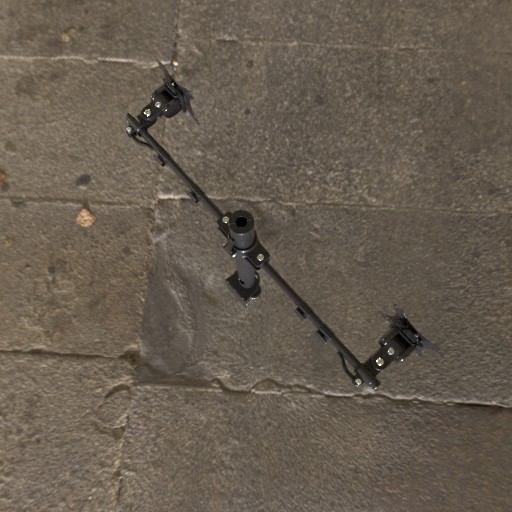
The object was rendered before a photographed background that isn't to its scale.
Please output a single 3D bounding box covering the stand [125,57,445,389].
[{"bbox_3d":[0.000,0.000,1.007,0.150,0.603,0.743,-41,79,-9],"label":"stand"}]
